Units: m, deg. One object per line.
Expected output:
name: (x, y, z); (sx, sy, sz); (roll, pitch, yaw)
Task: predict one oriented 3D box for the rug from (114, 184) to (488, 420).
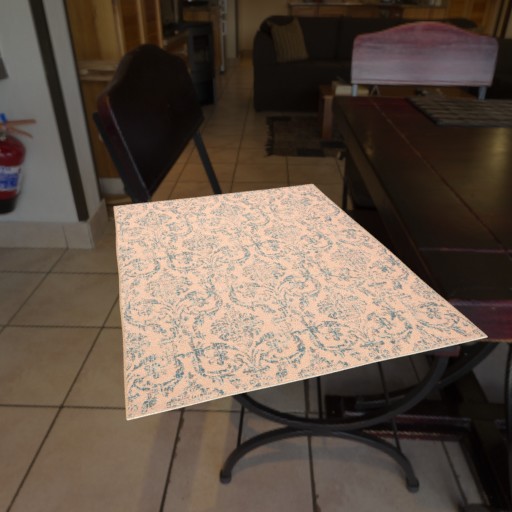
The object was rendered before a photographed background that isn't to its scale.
rug: (0.000, 0.000, 3.923); (2.363, 0.012, 2.980); (-9, 31, -15)
